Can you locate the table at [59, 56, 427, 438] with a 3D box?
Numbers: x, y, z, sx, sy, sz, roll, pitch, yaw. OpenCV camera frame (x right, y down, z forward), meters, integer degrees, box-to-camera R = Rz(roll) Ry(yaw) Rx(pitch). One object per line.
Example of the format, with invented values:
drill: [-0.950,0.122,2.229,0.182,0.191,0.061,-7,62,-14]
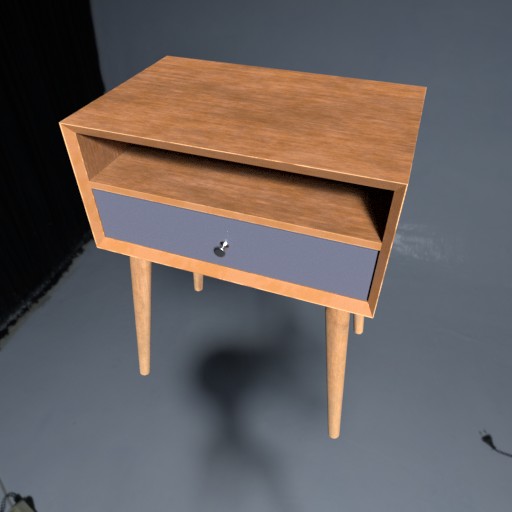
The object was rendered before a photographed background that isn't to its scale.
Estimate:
table: [0.000,0.000,0.829,0.454,0.580,0.307,13,43,15]
